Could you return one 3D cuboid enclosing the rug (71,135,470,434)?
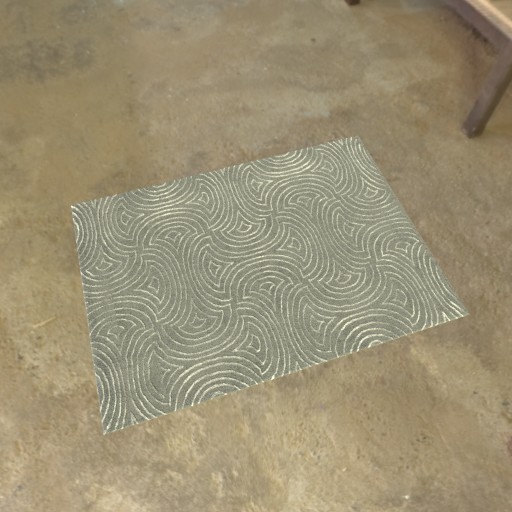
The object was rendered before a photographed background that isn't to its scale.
[{"bbox_3d":[0.000,0.000,2.816,2.144,0.015,1.543,-16,60,-9],"label":"rug"}]
